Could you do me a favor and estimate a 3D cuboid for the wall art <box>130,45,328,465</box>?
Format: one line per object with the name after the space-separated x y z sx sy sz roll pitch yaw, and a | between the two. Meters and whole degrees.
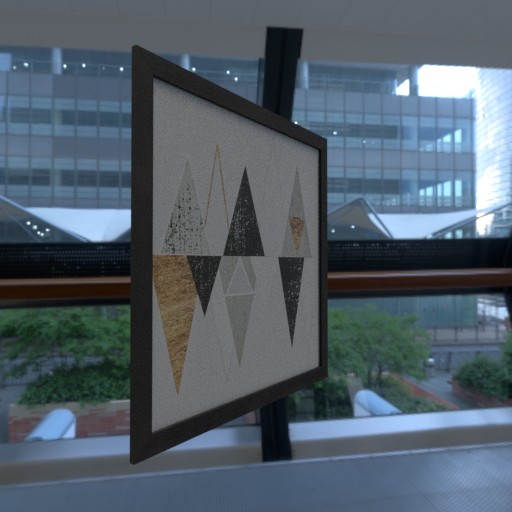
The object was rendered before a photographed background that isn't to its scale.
0.000 0.000 1.205 0.013 0.823 0.823 -1 -1 36 | wall art
